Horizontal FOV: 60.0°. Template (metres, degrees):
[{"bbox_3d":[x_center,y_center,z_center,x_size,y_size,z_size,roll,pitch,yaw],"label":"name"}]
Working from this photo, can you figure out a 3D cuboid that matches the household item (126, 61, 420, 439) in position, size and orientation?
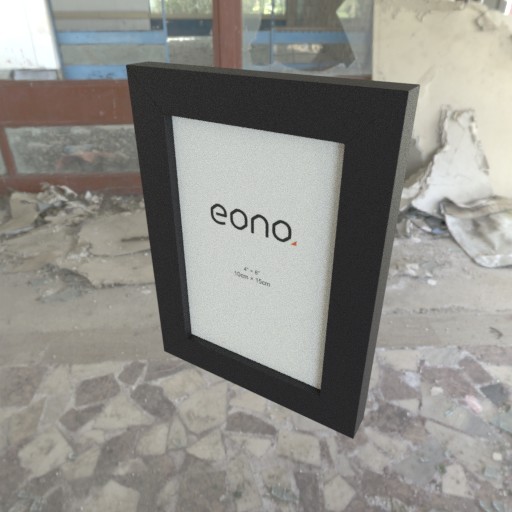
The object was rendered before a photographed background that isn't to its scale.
[{"bbox_3d":[0.000,0.000,0.230,0.133,0.178,0.022,17,34,27],"label":"household item"}]
